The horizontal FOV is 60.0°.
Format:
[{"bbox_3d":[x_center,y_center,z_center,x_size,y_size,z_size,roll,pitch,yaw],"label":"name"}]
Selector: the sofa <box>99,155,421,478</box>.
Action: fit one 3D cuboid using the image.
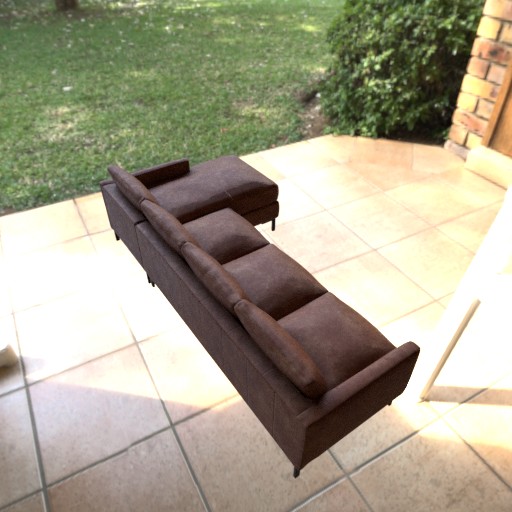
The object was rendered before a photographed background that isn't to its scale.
[{"bbox_3d":[0.000,0.000,3.604,1.471,0.859,2.993,-24,45,-26],"label":"sofa"}]
